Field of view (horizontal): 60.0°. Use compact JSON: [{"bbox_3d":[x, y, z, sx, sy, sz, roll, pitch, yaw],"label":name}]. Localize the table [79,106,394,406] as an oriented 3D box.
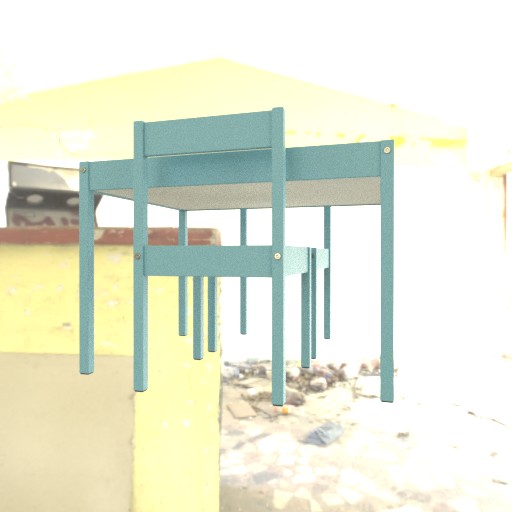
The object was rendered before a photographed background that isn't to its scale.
[{"bbox_3d":[0.000,0.000,1.082,0.639,0.503,0.633,0,0,17],"label":"table"}]
